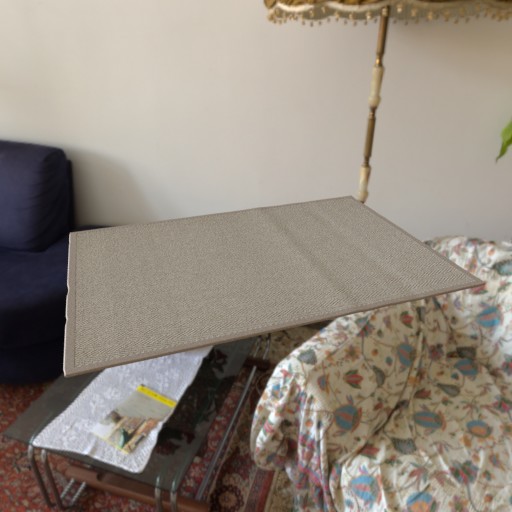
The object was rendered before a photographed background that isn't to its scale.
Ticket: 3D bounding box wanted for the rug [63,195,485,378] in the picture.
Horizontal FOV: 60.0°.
[{"bbox_3d":[0.000,0.000,2.871,2.290,0.021,1.540,-9,29,-17],"label":"rug"}]
